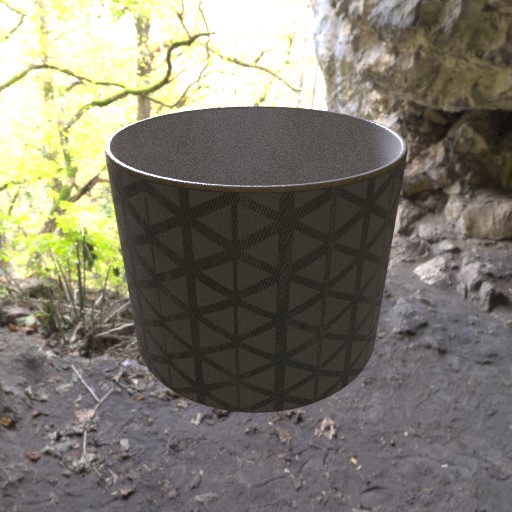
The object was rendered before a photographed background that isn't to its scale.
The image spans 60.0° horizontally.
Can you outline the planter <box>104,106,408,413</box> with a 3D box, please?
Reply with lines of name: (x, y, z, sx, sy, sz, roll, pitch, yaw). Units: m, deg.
planter: (0.000, 0.000, 0.333, 0.190, 0.181, 0.190, 0, 30, 0)
